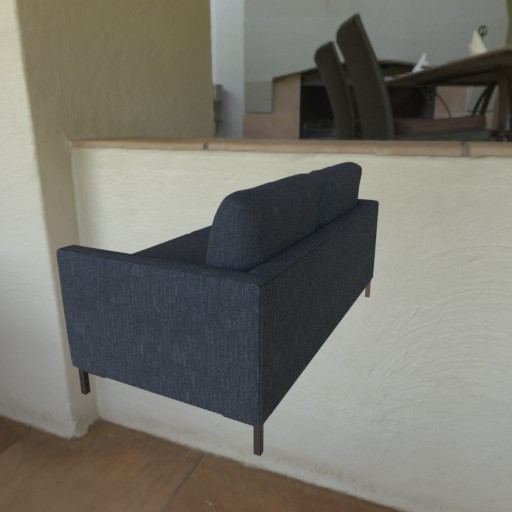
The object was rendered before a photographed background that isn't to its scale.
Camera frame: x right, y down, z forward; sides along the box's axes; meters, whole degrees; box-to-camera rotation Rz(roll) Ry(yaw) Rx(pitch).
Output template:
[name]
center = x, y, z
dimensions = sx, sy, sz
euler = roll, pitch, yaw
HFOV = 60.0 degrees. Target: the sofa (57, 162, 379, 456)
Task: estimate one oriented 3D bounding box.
[sofa]
center = 0.000, 0.000, 2.239
dimensions = 0.866, 0.862, 1.716
euler = 8, 18, 25
